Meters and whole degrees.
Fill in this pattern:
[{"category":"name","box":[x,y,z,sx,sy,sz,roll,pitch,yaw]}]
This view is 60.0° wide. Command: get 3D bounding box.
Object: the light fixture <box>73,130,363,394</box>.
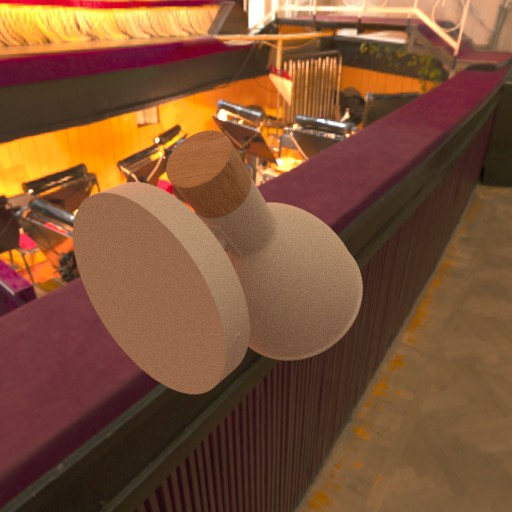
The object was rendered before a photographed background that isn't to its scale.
[{"category":"light fixture","box":[0.000,0.000,0.328,0.127,0.199,0.209,22,37,32]}]
